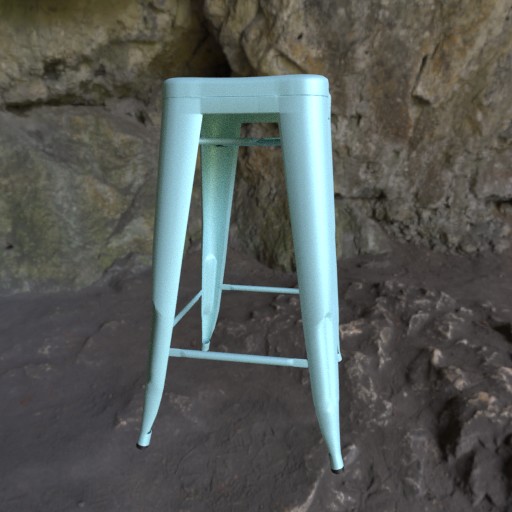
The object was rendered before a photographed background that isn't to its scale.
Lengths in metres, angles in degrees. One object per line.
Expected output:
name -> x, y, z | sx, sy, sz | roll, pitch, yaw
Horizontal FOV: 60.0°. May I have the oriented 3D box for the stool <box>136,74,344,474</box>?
stool -> 0.000, 0.000, 0.850 | 0.359, 0.609, 0.399 | 2, 14, 10
